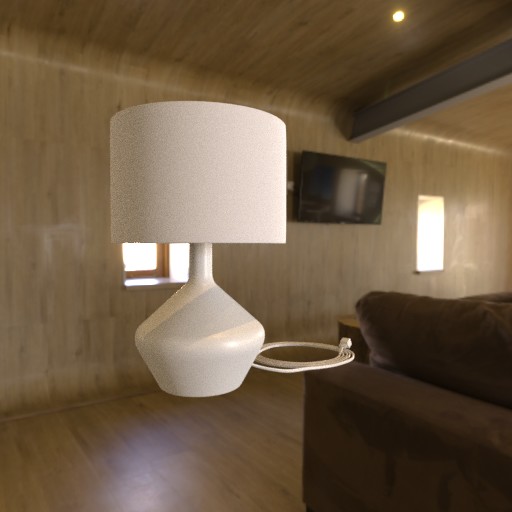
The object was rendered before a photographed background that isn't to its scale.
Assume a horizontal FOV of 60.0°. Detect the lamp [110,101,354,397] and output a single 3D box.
[{"bbox_3d":[0.000,0.000,0.877,0.546,0.457,0.401,0,1,-19],"label":"lamp"}]
